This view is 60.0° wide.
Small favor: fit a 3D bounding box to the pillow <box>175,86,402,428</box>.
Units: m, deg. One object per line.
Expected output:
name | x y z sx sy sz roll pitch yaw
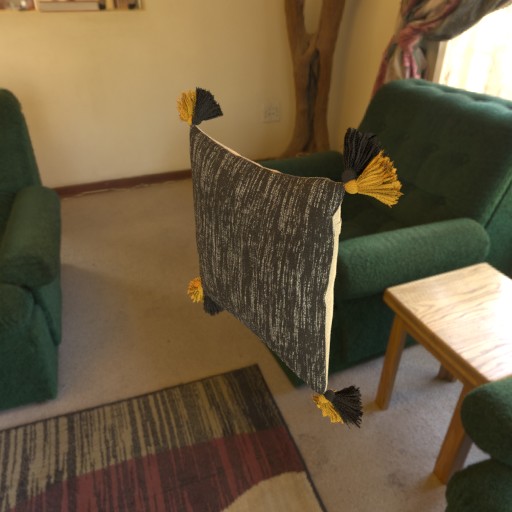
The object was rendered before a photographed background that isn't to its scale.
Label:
pillow | 0.000 0.000 0.989 0.139 0.659 0.654 -23 38 -32
